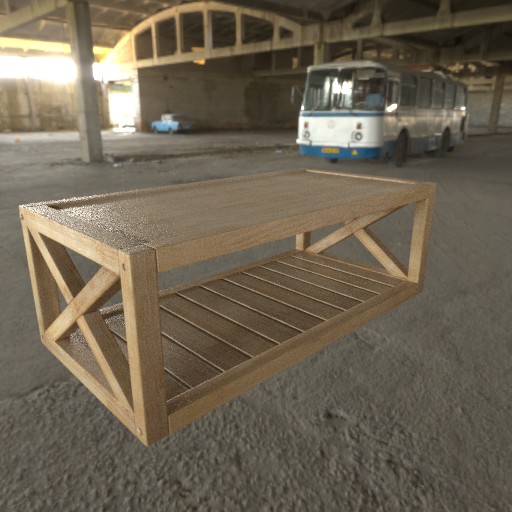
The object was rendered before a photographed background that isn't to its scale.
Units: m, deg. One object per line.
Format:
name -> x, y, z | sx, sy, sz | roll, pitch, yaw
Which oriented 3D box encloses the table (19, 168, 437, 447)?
table -> 0.000, 0.000, 1.581 | 1.321, 0.457, 0.660 | -17, 24, -41
